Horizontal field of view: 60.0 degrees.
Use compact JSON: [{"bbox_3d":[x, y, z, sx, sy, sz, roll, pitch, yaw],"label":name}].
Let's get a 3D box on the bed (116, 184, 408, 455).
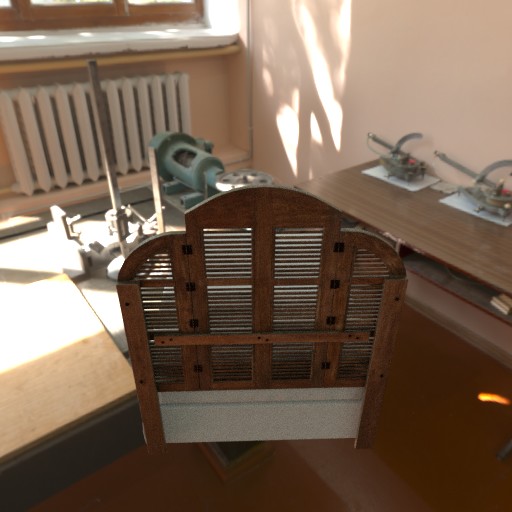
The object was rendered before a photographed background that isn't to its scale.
[{"bbox_3d":[0.000,0.000,3.577,1.713,2.019,2.138,-1,31,-2],"label":"bed"}]
